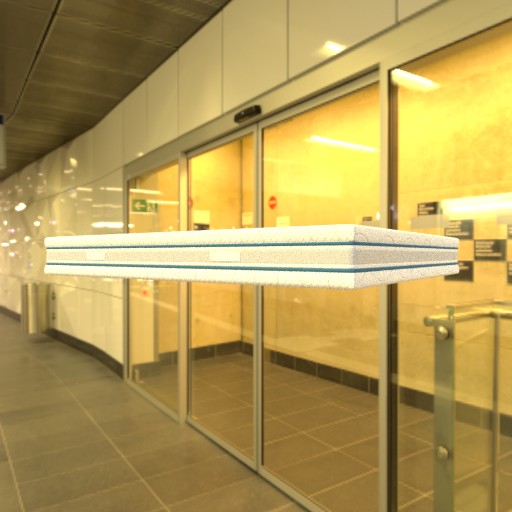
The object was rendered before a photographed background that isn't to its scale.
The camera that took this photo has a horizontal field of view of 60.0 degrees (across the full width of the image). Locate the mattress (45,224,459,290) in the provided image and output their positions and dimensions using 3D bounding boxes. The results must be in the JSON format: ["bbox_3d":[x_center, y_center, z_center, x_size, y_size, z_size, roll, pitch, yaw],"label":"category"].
[{"bbox_3d":[0.000,0.000,2.728,2.000,0.230,1.600,0,0,36],"label":"mattress"}]
